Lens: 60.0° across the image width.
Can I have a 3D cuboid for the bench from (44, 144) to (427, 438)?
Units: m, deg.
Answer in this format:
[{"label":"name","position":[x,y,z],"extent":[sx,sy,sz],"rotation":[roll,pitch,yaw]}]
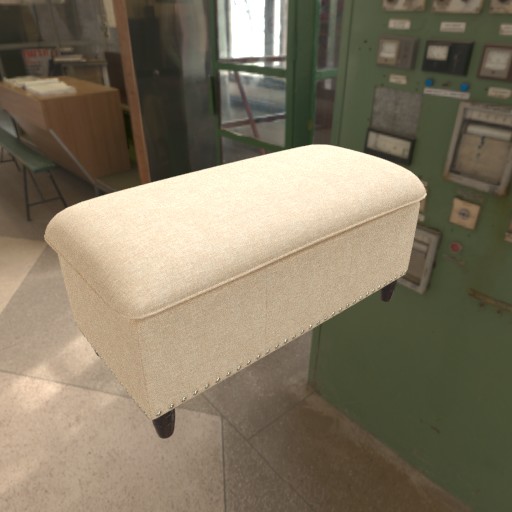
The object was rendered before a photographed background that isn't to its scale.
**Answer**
[{"label":"bench","position":[0.000,0.000,1.264],"extent":[0.991,0.483,0.483],"rotation":[-22,36,-34]}]
